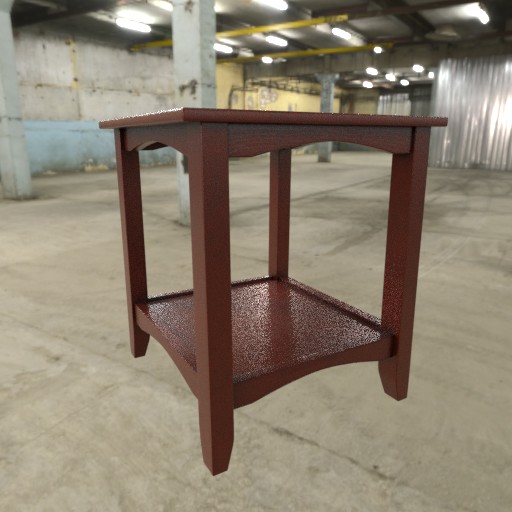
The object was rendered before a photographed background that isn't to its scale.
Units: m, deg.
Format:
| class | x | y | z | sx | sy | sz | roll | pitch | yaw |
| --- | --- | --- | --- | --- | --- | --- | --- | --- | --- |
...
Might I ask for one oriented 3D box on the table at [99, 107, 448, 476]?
| class | x | y | z | sx | sy | sz | roll | pitch | yaw |
| --- | --- | --- | --- | --- | --- | --- | --- | --- | --- |
| table | 0.000 | 0.000 | 0.946 | 0.522 | 0.558 | 0.523 | -8 | 17 | -27 |
